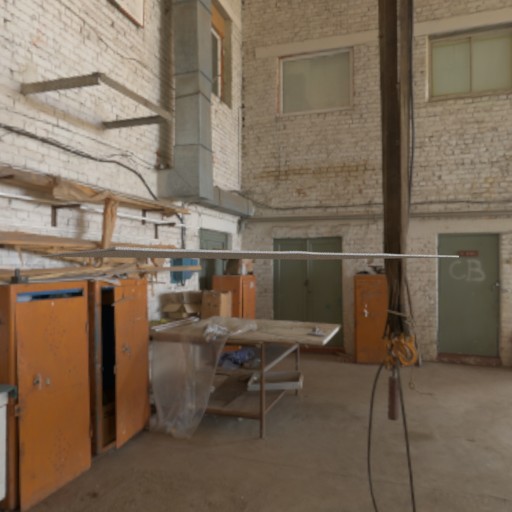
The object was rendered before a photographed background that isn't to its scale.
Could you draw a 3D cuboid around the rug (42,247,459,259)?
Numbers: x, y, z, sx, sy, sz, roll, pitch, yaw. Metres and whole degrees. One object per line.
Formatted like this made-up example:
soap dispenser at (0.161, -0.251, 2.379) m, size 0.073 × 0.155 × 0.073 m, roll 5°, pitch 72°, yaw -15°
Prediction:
rug at (0.000, 0.000, 3.072) m, size 2.460 × 0.016 × 1.545 m, roll 1°, pitch -2°, yaw -35°
